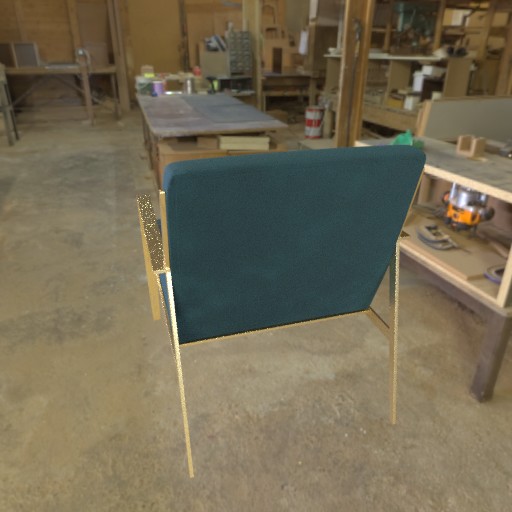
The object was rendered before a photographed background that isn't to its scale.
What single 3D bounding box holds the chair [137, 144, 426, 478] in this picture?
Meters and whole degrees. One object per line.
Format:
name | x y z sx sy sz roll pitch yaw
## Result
chair | 0.000 0.000 1.453 0.692 0.831 0.859 -8 27 -15
